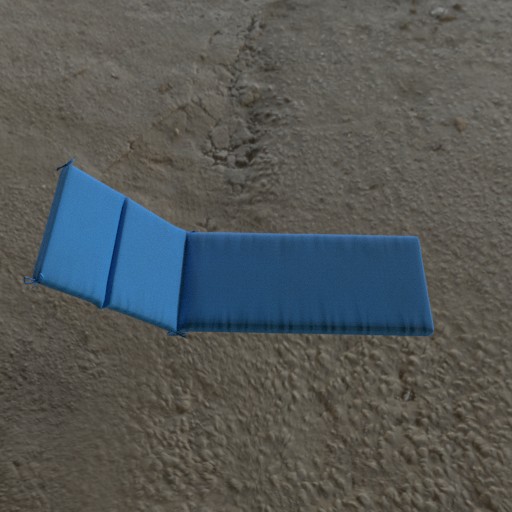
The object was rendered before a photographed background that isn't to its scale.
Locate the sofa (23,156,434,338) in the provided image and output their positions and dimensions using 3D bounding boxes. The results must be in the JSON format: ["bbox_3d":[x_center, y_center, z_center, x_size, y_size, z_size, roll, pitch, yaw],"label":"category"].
[{"bbox_3d":[0.000,0.000,1.945,1.663,0.622,0.582,1,63,1],"label":"sofa"}]
